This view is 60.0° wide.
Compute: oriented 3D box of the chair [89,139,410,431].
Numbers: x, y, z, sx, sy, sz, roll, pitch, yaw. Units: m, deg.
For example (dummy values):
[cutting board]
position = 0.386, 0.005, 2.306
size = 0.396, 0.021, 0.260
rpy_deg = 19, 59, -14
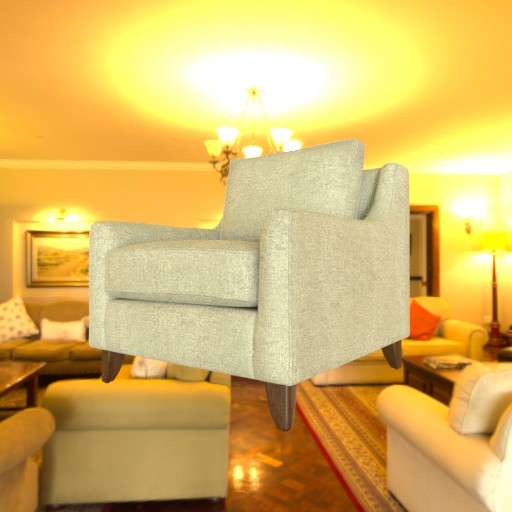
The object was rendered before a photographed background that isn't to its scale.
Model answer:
[chair]
position = 0.000, 0.000, 1.597
size = 0.838, 0.864, 0.918
rpy_deg = 0, -1, 36
